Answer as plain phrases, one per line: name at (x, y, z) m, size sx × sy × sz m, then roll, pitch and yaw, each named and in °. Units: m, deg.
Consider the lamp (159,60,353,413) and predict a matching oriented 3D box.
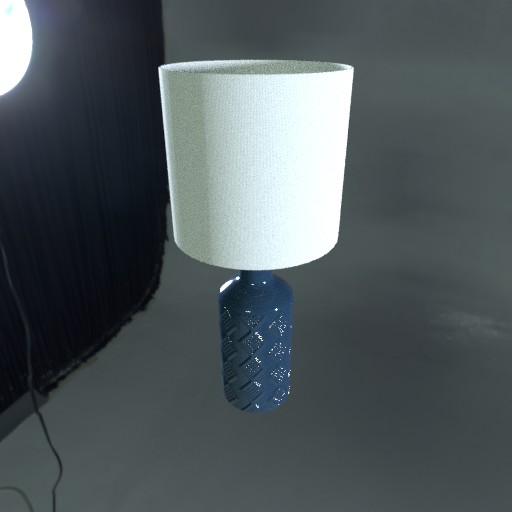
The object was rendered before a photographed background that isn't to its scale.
lamp at (0.000, 0.000, 0.583) m, size 0.207 × 0.461 × 0.207 m, roll 9°, pitch 28°, yaw 17°
